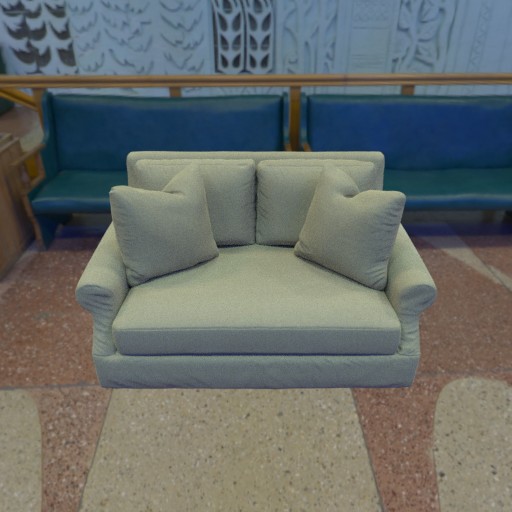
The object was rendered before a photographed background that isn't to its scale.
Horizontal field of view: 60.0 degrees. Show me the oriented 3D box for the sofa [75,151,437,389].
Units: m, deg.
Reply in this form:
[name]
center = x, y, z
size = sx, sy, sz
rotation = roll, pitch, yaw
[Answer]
[sofa]
center = 0.000, 0.000, 2.236
size = 1.550, 0.905, 1.070
rotation = 0, 31, 0
